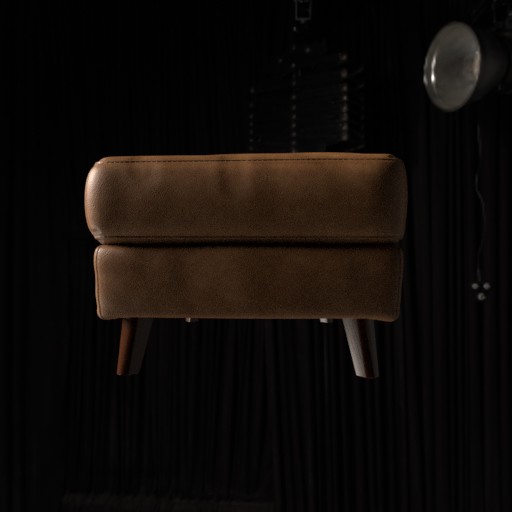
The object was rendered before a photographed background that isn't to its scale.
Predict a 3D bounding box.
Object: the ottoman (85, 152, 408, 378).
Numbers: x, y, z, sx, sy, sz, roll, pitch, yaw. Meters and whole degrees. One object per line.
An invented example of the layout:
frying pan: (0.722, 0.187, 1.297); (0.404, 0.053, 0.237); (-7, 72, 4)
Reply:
ottoman: (0.000, 0.000, 1.212); (0.630, 0.461, 0.869); (0, 0, 2)
